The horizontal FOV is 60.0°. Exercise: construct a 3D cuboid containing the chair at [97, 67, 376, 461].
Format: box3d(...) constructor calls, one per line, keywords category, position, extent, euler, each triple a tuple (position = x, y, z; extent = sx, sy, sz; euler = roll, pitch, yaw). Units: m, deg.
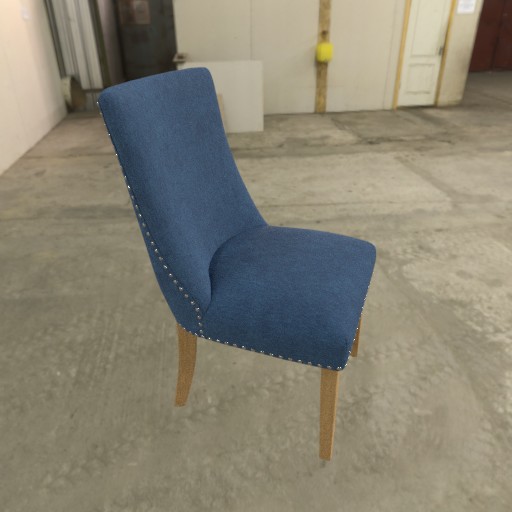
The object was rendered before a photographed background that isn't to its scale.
box3d(category="chair", position=(0.000, 0.000, 1.218), extent=(0.610, 0.902, 0.495), euler=(10, 31, 18))
